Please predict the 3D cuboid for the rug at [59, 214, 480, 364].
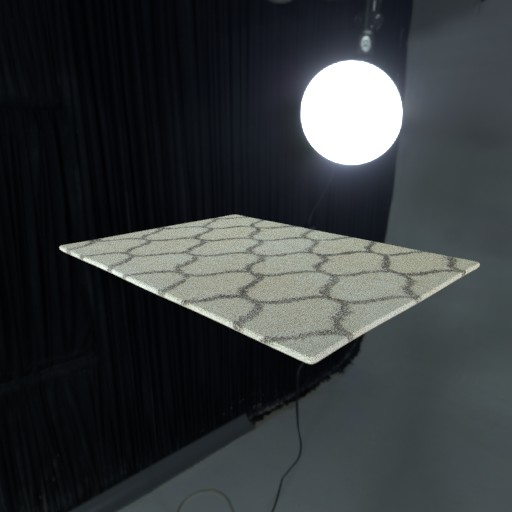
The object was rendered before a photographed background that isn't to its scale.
[{"bbox_3d":[0.000,0.000,2.082,1.600,0.025,1.200,15,22,43],"label":"rug"}]
